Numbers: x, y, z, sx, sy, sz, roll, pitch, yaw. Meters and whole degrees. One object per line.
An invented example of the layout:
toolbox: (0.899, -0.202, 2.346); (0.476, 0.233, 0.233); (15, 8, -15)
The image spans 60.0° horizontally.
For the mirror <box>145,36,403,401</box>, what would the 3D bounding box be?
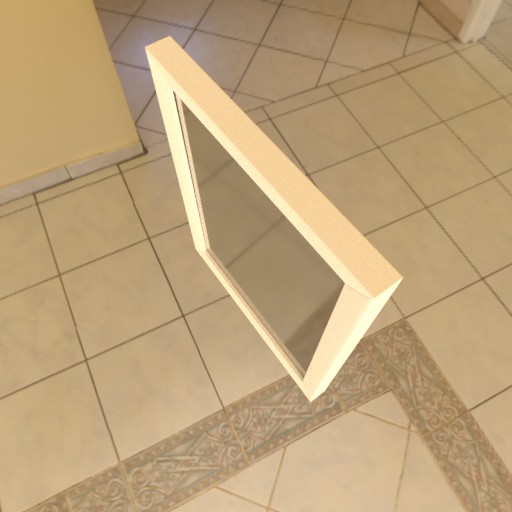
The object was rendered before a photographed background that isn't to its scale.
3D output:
mirror: (0.000, 0.000, 0.690); (0.041, 0.508, 0.405); (-33, 67, -16)
